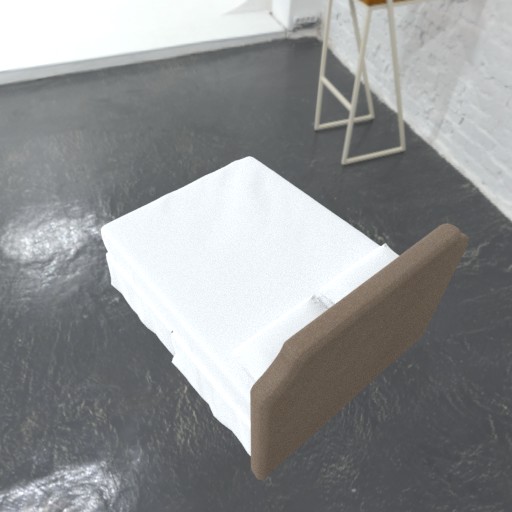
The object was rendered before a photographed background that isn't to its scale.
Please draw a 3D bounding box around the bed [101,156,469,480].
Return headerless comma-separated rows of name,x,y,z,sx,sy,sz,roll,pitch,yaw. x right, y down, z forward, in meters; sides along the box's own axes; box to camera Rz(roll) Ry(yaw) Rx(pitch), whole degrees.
bed,0.000,0.000,3.221,1.693,1.290,2.116,-31,54,-26
